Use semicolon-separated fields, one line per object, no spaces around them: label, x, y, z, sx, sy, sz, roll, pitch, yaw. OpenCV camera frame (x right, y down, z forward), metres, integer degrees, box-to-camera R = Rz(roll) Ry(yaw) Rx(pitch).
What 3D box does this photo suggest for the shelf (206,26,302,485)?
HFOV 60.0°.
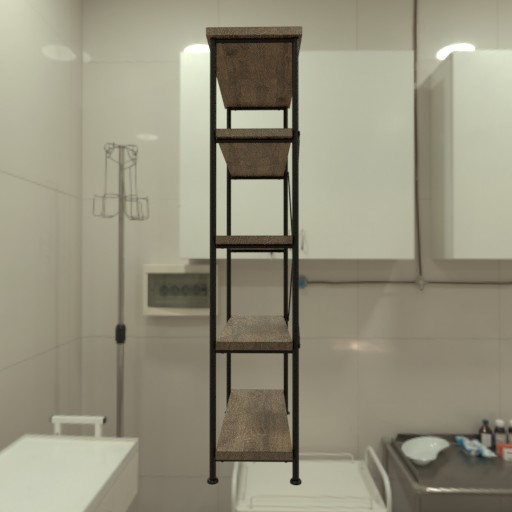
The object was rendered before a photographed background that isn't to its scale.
shelf;0.000;0.000;2.042;0.360;1.700;0.800;0;-1;1
